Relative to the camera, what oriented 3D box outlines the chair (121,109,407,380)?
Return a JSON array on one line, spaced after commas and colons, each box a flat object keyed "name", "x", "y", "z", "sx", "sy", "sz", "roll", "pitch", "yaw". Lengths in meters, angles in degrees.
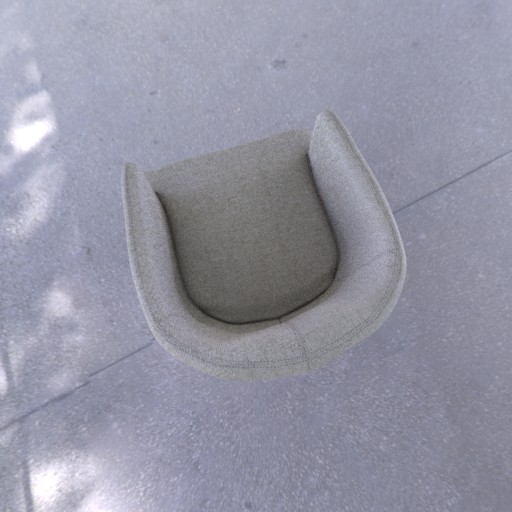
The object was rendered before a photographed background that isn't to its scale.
[{"name": "chair", "x": 0.000, "y": 0.000, "z": 1.243, "sx": 0.583, "sy": 0.811, "sz": 0.655, "roll": -16, "pitch": 76, "yaw": -4}]
